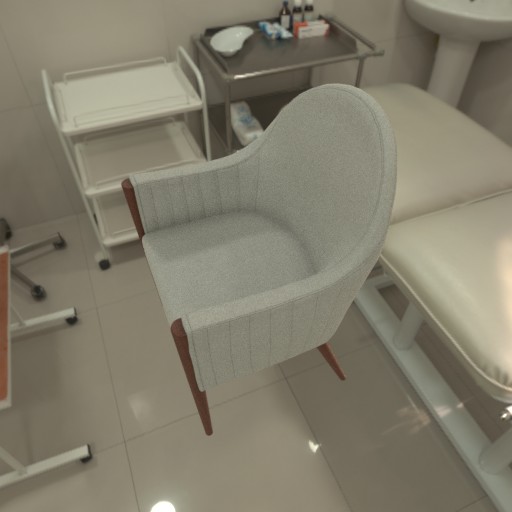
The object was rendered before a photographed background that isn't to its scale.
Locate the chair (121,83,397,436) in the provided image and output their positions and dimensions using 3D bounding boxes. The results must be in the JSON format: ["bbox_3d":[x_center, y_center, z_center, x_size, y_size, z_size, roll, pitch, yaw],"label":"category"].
[{"bbox_3d":[0.000,0.000,1.316,0.620,0.889,0.610,-17,50,-15],"label":"chair"}]
